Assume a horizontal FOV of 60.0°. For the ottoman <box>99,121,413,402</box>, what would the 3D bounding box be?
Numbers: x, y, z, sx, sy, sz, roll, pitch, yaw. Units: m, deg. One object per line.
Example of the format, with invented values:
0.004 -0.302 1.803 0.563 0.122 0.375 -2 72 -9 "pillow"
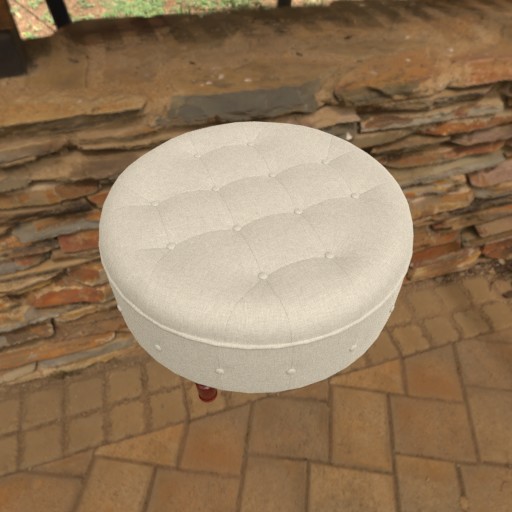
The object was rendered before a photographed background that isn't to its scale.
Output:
0.000 0.000 1.351 0.850 0.483 0.850 0 47 0 "ottoman"
